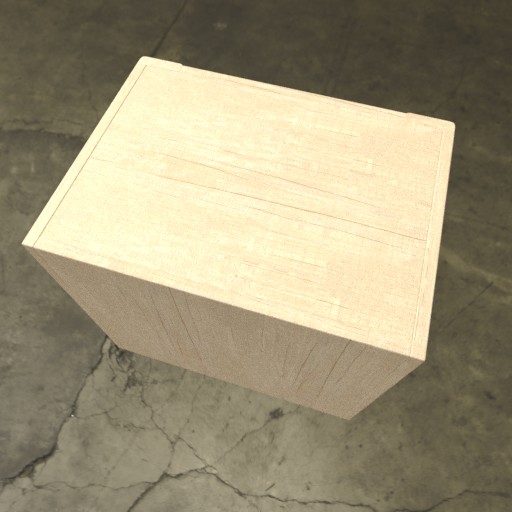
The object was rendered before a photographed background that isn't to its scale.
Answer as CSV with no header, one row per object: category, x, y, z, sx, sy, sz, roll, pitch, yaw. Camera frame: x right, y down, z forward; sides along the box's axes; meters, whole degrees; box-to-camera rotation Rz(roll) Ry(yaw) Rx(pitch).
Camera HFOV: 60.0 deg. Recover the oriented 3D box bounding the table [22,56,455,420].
table,0.000,0.000,0.909,0.570,0.510,0.420,15,63,8
